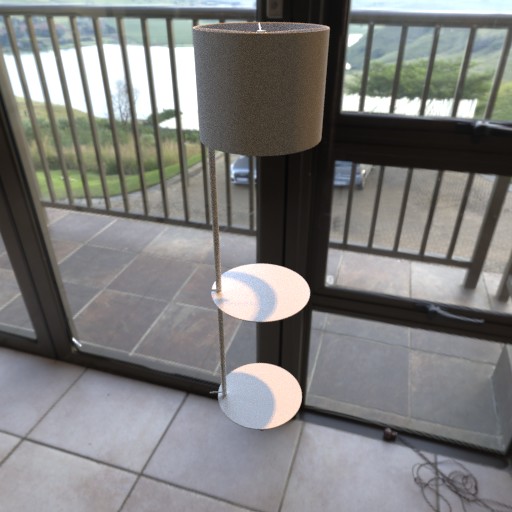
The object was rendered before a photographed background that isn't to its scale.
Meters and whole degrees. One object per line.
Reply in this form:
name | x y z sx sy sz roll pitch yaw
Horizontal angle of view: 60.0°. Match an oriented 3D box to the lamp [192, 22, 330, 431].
lamp | 0.000 0.000 1.591 0.405 1.465 0.372 -1 31 -1
